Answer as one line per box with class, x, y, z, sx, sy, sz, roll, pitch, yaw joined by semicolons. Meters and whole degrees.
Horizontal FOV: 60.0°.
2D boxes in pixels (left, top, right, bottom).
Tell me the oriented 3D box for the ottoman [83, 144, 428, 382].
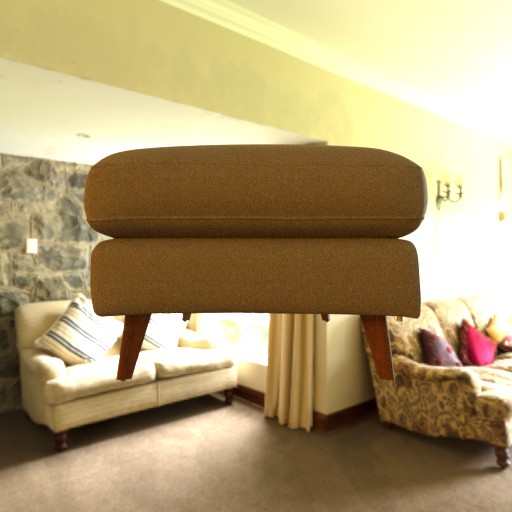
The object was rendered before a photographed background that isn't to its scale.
ottoman;0.000;0.000;1.142;0.608;0.449;0.811;0;0;0
